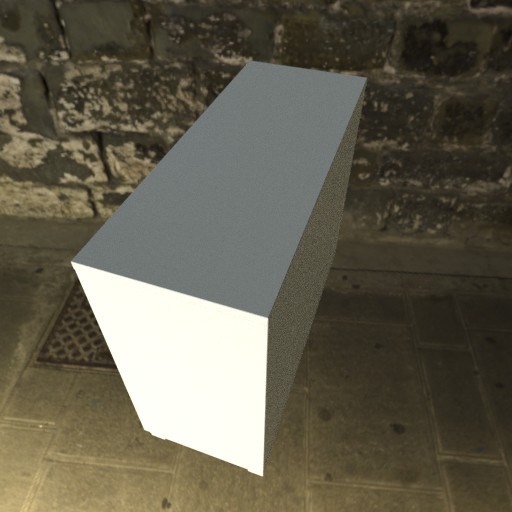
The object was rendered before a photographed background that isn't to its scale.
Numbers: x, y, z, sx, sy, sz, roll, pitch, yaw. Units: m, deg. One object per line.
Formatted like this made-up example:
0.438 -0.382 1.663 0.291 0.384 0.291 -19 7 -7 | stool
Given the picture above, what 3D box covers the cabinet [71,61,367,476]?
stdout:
0.000 0.000 1.419 0.400 0.800 1.000 14 47 13 | cabinet
